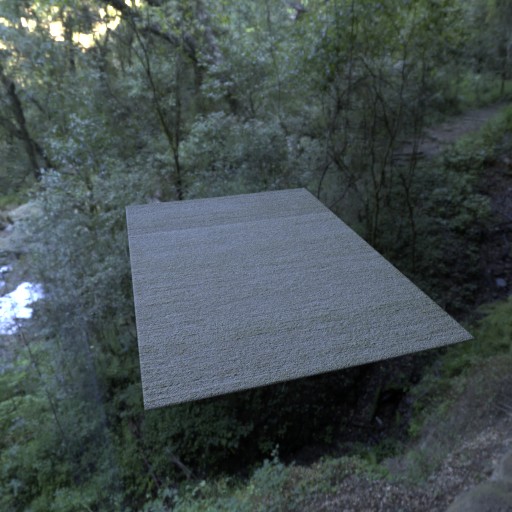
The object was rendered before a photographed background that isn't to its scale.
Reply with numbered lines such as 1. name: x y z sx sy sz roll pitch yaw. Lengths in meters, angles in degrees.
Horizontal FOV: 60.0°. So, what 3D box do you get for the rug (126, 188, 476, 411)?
1. rug: 0.000 0.000 5.105 2.782 0.025 3.935 -8 30 -14
